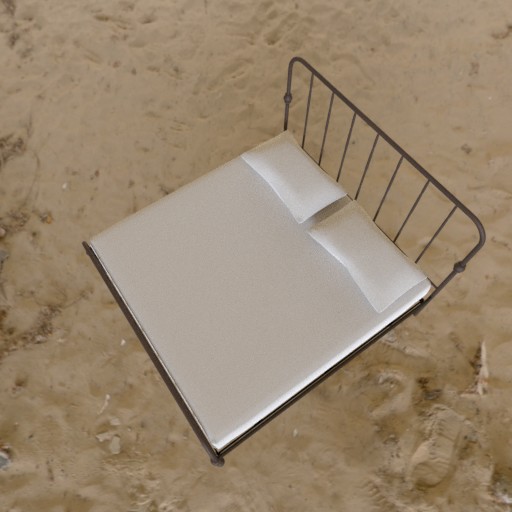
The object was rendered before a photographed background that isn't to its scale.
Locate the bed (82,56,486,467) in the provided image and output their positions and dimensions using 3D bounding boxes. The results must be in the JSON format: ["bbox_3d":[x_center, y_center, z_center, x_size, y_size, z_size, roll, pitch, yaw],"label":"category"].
[{"bbox_3d":[0.000,0.000,3.378,2.134,1.446,2.044,-32,67,-15],"label":"bed"}]
